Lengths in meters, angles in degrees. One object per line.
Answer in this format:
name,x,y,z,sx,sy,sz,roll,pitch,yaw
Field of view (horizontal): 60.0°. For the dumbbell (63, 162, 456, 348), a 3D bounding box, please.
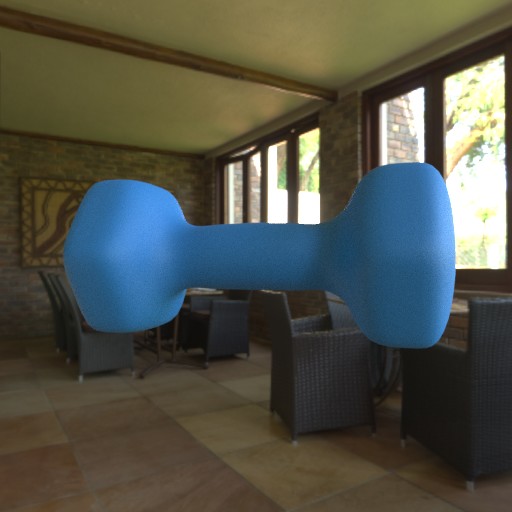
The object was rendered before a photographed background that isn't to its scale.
dumbbell,0.000,0.000,0.186,0.152,0.066,0.074,0,-1,17
